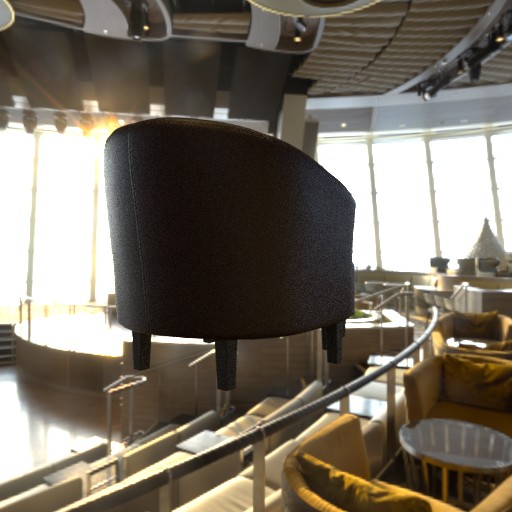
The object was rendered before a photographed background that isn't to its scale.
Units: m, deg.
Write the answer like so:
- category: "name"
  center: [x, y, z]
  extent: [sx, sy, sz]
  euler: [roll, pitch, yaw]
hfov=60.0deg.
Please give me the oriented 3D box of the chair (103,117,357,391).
- category: "chair"
  center: [0.000, 0.000, 1.689]
  extent: [0.737, 0.755, 1.176]
  euler: [0, 1, 36]
